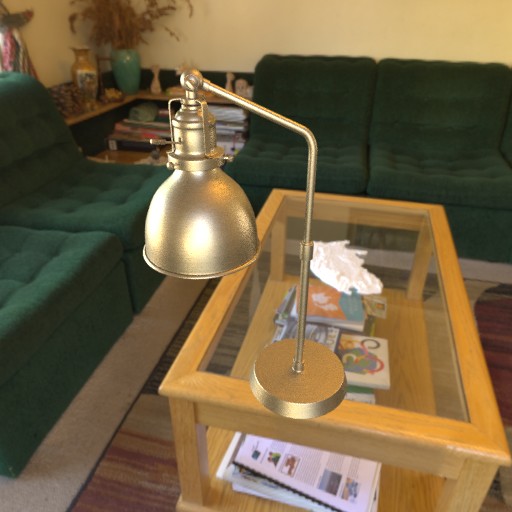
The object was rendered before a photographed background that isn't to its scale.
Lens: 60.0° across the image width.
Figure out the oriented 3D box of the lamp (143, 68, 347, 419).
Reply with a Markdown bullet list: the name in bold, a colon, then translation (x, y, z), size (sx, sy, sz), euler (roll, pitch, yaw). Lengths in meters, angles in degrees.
- **lamp**: translation (0.000, 0.000, 0.579), size (0.286, 0.456, 0.153), euler (-2, 31, -3)
